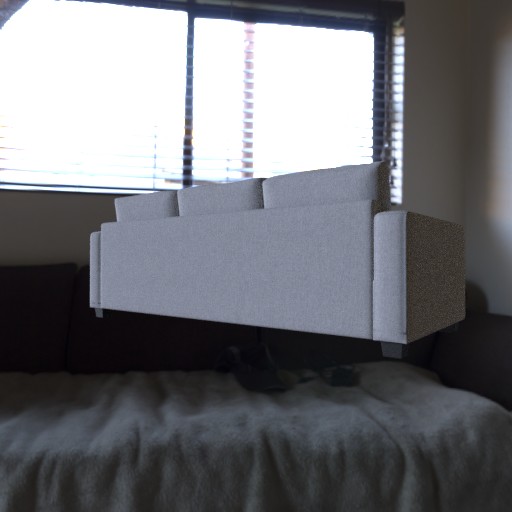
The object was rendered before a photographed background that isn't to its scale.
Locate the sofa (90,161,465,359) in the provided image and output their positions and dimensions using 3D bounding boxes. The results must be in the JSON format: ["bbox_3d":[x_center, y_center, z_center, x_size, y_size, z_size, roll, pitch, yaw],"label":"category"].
[{"bbox_3d":[0.000,0.000,2.634,2.120,0.800,0.900,0,-1,38],"label":"sofa"}]
